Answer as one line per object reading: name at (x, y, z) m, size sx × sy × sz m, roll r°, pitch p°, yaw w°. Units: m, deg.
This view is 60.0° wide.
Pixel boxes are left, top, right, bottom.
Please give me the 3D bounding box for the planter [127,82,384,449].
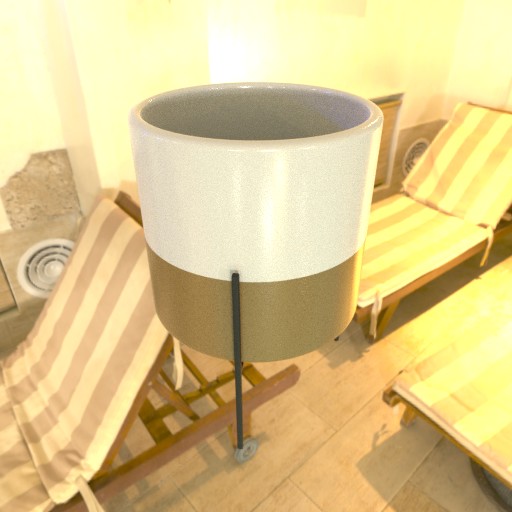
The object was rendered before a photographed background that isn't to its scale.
planter at (0.000, 0.000, 0.649) m, size 0.310 × 0.432 × 0.310 m, roll -22°, pitch 38°, yaw -31°
